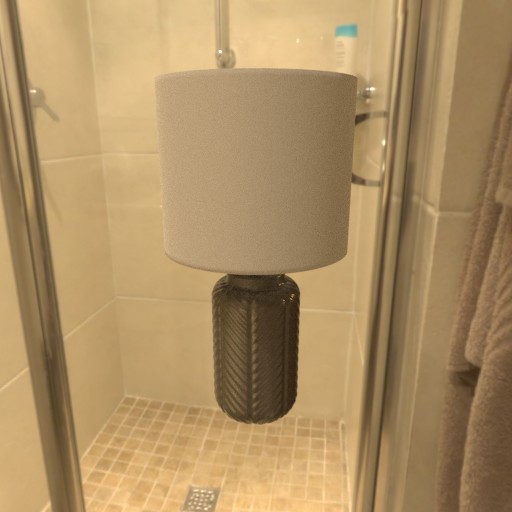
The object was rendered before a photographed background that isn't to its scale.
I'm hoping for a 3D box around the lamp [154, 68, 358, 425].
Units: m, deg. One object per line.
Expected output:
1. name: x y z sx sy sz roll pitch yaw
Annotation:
1. lamp: 0.000 0.000 0.505 0.203 0.389 0.203 -9 18 -27
